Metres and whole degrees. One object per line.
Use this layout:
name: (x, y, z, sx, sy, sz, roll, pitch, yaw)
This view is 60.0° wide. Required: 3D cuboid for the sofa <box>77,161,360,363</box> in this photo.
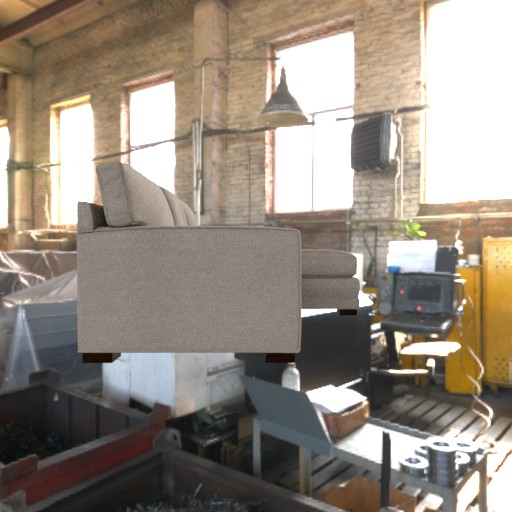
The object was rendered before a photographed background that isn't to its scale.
sofa: (0.000, 0.000, 2.866, 1.496, 0.861, 2.087, 0, 1, 0)
